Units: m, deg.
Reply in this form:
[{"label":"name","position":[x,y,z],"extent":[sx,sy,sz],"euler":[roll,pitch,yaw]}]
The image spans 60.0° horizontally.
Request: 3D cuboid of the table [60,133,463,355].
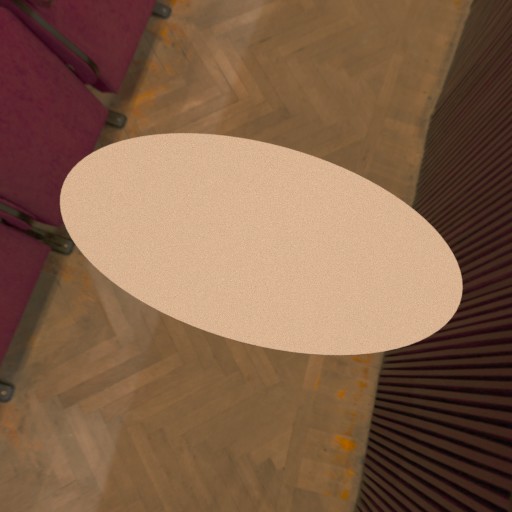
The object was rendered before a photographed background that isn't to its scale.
[{"label":"table","position":[0.000,0.000,1.345],"extent":[1.083,0.390,0.542],"euler":[16,76,4]}]
